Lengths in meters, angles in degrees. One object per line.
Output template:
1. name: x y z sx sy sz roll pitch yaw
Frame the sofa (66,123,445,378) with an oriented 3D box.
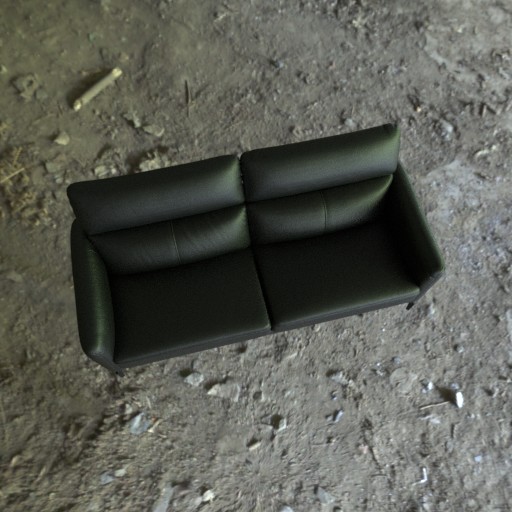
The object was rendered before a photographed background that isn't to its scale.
1. sofa: 0.000 0.000 2.629 2.069 0.957 0.856 -12 64 -6
